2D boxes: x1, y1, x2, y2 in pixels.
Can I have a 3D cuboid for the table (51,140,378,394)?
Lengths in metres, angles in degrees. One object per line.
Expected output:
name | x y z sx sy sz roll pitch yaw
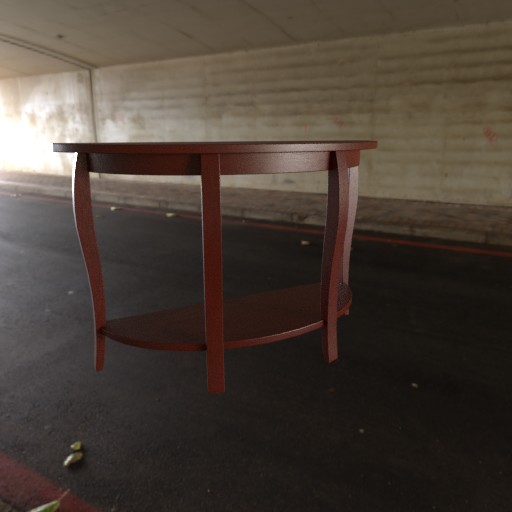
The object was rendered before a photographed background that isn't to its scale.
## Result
table | 0.000 0.000 1.570 1.219 0.779 0.405 -8 17 -26
